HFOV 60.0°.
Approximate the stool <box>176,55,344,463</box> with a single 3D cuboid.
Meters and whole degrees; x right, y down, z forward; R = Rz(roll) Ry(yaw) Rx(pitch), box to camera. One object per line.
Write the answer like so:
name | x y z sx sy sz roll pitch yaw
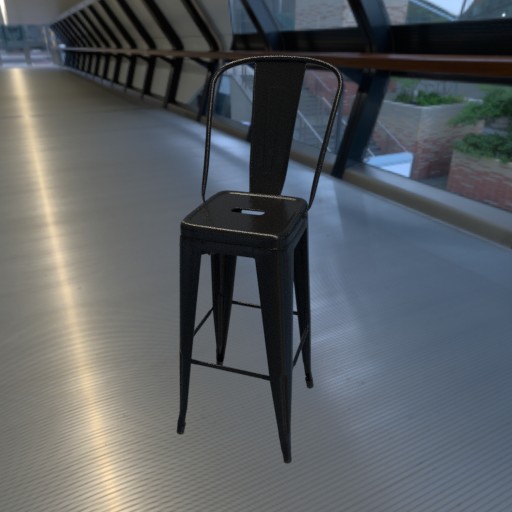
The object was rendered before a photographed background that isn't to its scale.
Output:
stool | 0.000 0.000 1.348 0.399 1.096 0.513 8 27 16
